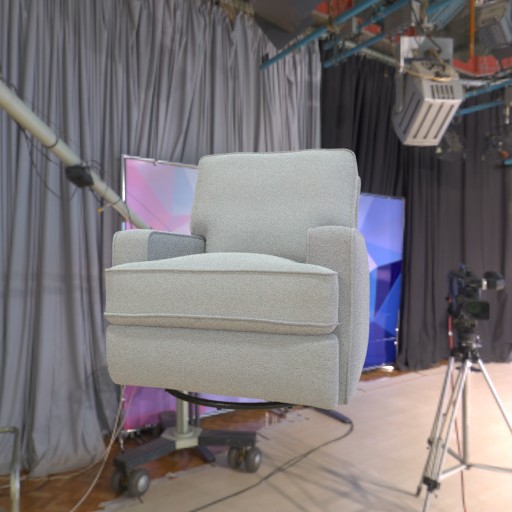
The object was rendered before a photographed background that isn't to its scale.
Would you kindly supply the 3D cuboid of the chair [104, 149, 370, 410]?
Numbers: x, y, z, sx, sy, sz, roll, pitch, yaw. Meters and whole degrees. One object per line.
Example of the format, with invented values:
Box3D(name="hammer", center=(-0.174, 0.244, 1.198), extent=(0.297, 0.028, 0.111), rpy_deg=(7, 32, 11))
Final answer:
Box3D(name="chair", center=(0.000, 0.000, 1.771), extent=(0.861, 0.964, 0.969), rpy_deg=(0, 1, 17))
